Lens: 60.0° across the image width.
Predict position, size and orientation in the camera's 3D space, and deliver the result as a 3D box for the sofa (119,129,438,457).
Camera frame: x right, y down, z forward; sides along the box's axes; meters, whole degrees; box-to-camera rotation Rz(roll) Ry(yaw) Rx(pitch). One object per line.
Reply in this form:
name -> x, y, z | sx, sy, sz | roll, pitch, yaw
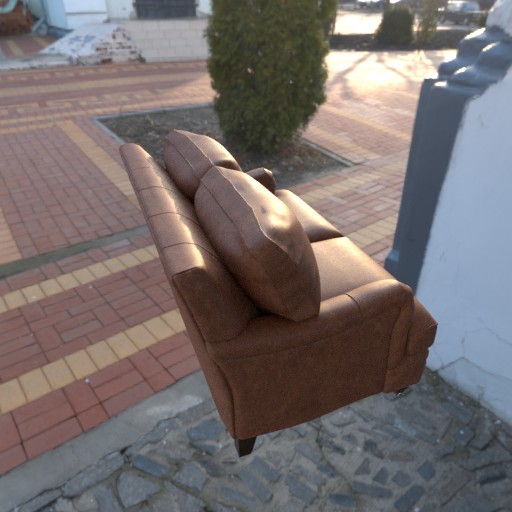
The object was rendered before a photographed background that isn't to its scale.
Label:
sofa -> 0.000, 0.000, 2.222 | 1.077, 1.004, 1.527 | -11, 32, -18
